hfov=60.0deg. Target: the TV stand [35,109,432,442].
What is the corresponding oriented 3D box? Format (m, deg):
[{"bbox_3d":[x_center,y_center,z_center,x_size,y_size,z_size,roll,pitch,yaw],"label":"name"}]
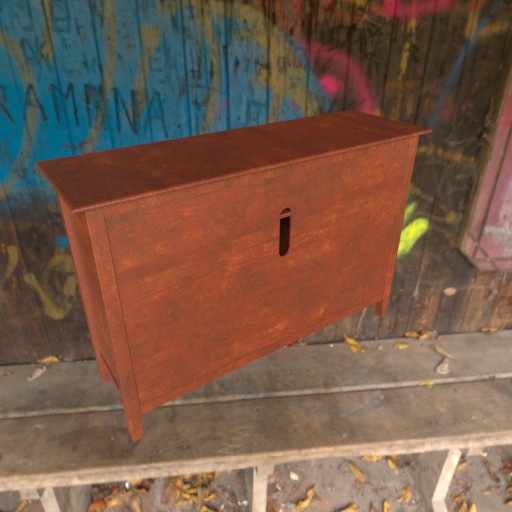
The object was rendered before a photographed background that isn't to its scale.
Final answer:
[{"bbox_3d":[0.000,0.000,1.789,1.372,0.915,0.445,-19,35,-29],"label":"TV stand"}]
